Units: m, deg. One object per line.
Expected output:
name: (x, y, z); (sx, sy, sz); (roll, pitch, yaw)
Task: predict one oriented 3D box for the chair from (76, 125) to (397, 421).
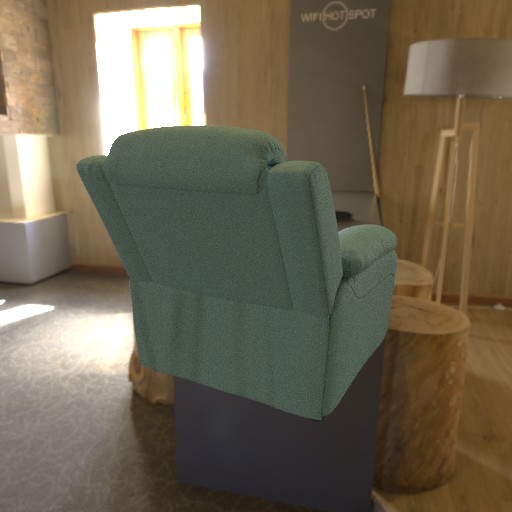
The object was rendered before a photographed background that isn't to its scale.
chair: (0.000, 0.000, 1.259); (0.680, 0.702, 0.709); (8, 17, 27)
